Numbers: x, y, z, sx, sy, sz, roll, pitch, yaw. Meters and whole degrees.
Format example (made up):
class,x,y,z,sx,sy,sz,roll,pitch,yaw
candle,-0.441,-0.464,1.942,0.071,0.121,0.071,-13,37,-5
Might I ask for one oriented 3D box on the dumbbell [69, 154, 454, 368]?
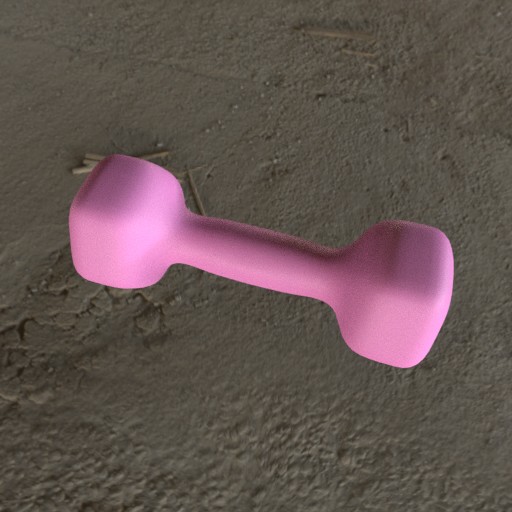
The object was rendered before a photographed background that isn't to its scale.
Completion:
class,x,y,z,sx,sy,sz,roll,pitch,yaw
dumbbell,0.000,0.000,0.195,0.159,0.058,0.064,15,60,9
